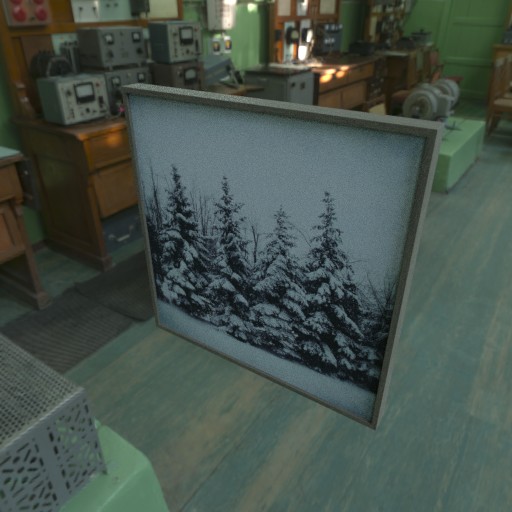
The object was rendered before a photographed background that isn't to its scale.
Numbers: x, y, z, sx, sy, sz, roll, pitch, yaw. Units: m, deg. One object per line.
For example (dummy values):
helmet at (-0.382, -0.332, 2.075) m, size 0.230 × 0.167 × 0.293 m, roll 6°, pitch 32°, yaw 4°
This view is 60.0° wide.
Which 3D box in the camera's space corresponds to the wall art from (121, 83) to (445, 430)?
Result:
wall art at (0.000, 0.000, 0.755) m, size 0.507 × 0.507 × 0.037 m, roll 18°, pitch 35°, yaw 28°
